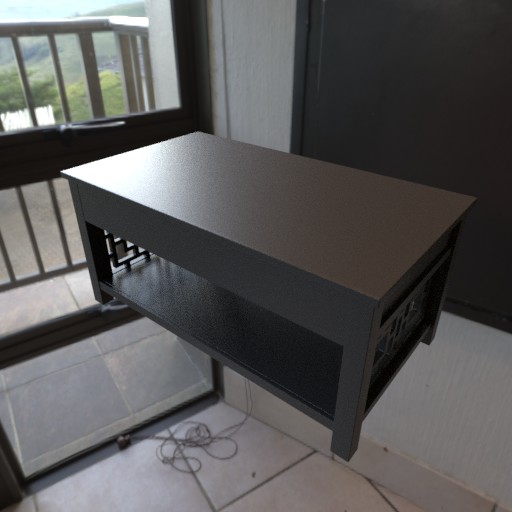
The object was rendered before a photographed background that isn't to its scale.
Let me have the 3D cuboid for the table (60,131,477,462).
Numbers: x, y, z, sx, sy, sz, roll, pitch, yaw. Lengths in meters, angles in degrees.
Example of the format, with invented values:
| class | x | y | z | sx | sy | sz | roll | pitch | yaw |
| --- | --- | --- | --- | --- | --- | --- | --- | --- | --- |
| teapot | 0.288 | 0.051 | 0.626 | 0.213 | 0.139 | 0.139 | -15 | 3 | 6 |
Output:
| class | x | y | z | sx | sy | sz | roll | pitch | yaw |
| --- | --- | --- | --- | --- | --- | --- | --- | --- | --- |
| table | 0.000 | 0.000 | 1.416 | 1.068 | 0.493 | 0.612 | 22 | 37 | 33 |
